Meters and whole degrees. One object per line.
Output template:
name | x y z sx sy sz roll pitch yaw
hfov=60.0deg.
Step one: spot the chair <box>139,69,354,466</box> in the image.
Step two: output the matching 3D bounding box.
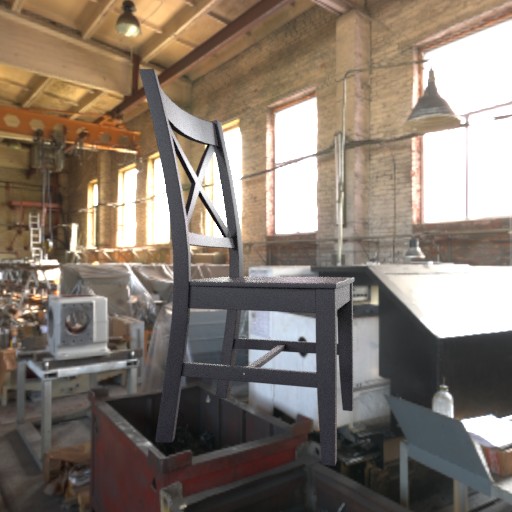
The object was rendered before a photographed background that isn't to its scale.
chair | 0.000 0.000 1.318 0.542 0.983 0.485 0 -1 18
